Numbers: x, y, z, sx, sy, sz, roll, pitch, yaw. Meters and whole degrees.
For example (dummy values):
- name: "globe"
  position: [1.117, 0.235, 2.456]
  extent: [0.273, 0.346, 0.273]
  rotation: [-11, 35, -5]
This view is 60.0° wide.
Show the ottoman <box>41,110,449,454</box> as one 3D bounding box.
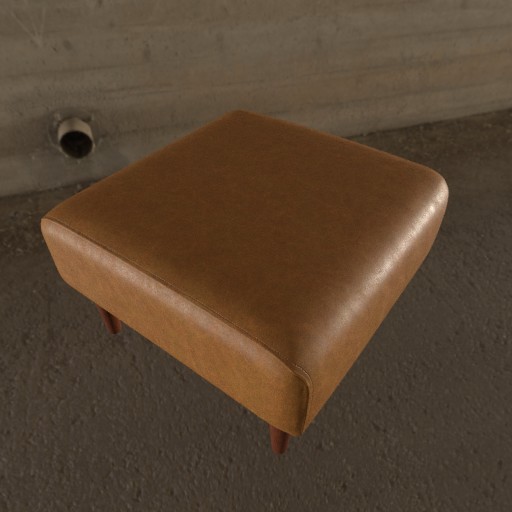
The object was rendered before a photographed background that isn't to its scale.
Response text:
- name: "ottoman"
  position: [0.000, 0.000, 1.038]
  extent: [0.650, 0.399, 0.650]
  rotation: [26, 48, 26]
